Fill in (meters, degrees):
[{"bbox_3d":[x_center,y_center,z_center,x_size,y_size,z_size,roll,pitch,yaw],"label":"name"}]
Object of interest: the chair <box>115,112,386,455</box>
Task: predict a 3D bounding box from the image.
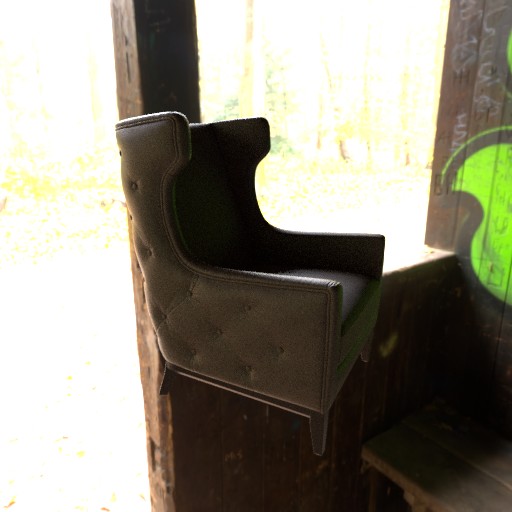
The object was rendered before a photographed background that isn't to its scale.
[{"bbox_3d":[0.000,0.000,1.768,0.899,1.079,0.769,8,18,25],"label":"chair"}]
